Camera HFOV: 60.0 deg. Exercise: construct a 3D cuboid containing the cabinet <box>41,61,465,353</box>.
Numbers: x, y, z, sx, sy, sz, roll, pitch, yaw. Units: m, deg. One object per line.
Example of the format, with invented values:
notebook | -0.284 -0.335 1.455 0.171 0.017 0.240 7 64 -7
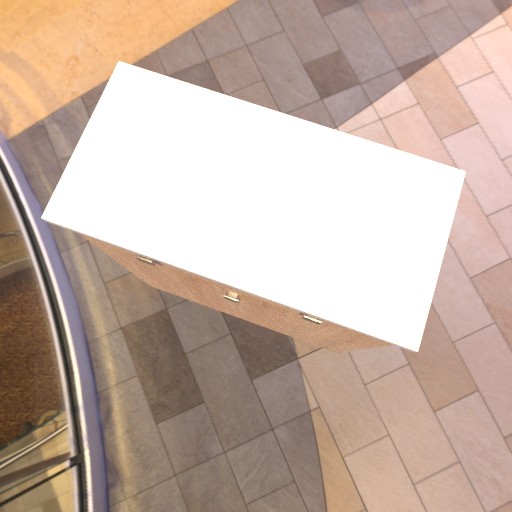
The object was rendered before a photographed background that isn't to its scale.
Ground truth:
cabinet | 0.000 0.000 1.087 0.600 0.815 0.296 19 77 5
